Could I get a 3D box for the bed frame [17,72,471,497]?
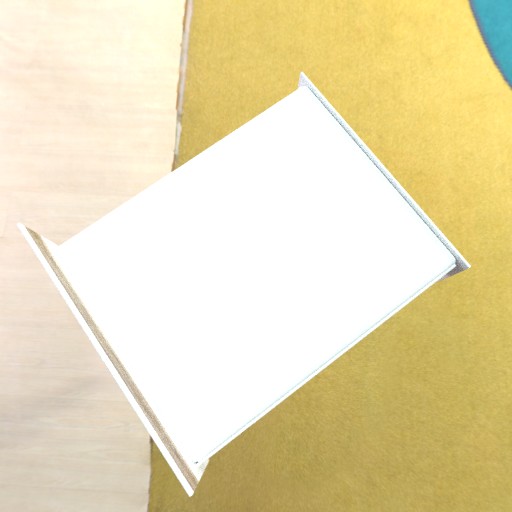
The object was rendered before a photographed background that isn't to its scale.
[{"bbox_3d":[0.000,0.000,2.848,2.060,0.800,1.720,-35,79,-8],"label":"bed frame"}]
